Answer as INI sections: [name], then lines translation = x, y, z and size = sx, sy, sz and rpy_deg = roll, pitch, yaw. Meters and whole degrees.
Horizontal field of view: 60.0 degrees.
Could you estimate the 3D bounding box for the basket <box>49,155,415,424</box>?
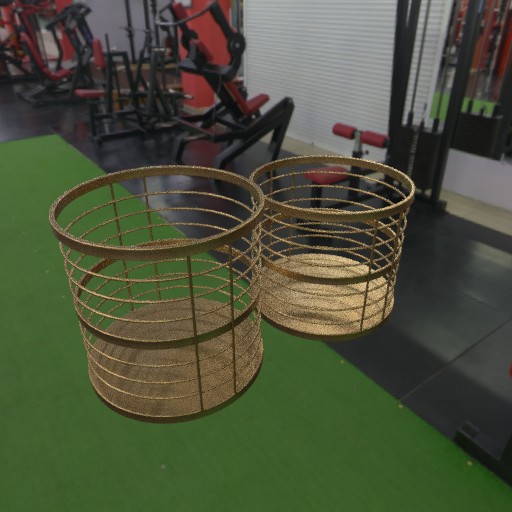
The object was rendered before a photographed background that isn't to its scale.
[basket]
translation = 0.000, 0.000, 0.938
size = 0.746, 0.351, 0.356
rpy_deg = -18, 35, -29
